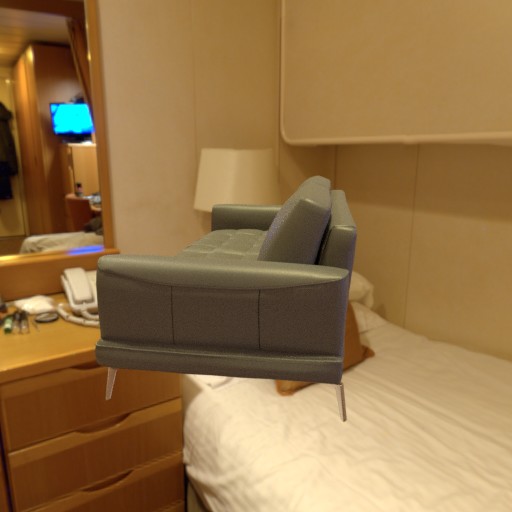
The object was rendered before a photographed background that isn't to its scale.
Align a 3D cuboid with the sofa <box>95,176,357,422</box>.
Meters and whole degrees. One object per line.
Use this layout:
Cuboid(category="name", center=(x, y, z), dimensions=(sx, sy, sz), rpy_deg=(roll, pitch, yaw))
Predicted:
Cuboid(category="sofa", center=(0.000, 0.000, 2.796), dimensions=(1.121, 0.930, 2.177), rpy_deg=(2, 13, 9))
